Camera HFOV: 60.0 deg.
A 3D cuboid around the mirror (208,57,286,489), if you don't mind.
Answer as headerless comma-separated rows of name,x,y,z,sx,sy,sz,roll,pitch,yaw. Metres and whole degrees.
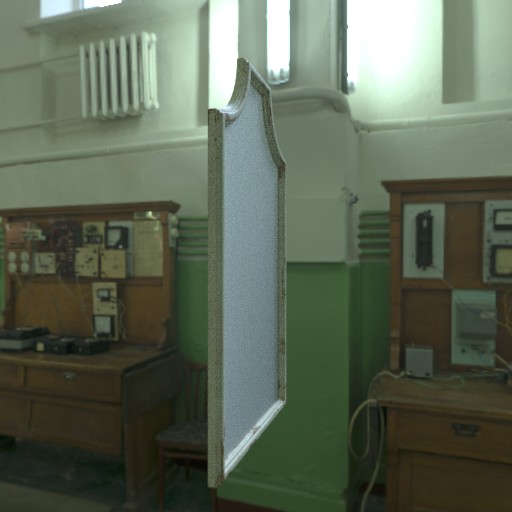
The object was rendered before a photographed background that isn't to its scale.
mirror,0.000,0.000,0.872,0.022,0.717,0.403,0,0,19
